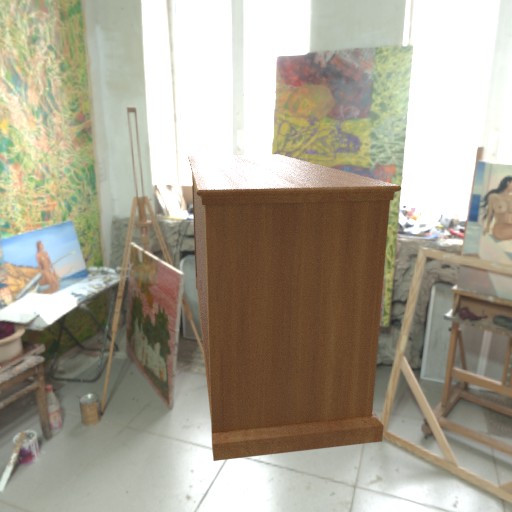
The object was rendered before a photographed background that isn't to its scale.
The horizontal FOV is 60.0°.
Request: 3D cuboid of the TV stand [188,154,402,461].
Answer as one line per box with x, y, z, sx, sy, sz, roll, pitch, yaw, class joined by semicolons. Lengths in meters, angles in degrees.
0.000;0.000;1.503;0.417;0.607;1.181;-3;16;-9;TV stand
